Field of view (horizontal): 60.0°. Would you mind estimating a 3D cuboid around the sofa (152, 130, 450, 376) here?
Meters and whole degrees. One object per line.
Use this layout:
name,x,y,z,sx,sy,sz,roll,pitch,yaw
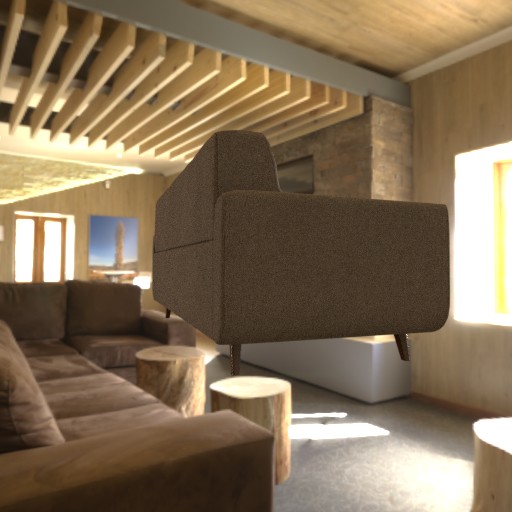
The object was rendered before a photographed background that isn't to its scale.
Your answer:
sofa,0.000,0.000,2.429,0.909,0.841,2.029,0,-1,-19
